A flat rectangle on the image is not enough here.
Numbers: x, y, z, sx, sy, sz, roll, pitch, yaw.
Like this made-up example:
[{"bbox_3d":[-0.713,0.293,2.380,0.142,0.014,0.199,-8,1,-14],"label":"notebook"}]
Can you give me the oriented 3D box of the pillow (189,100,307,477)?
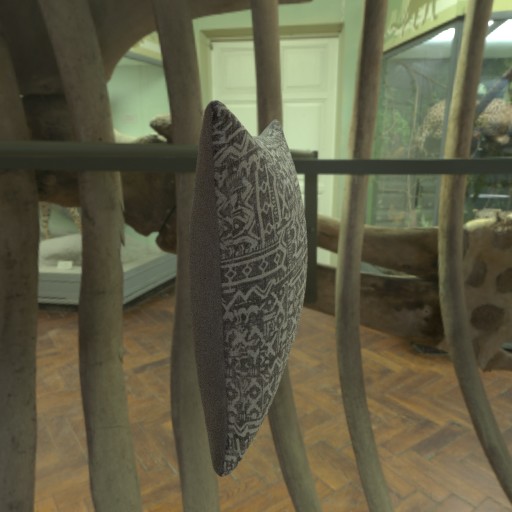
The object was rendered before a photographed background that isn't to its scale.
[{"bbox_3d":[0.000,0.000,0.789,0.180,0.487,0.546,2,15,9],"label":"pillow"}]
